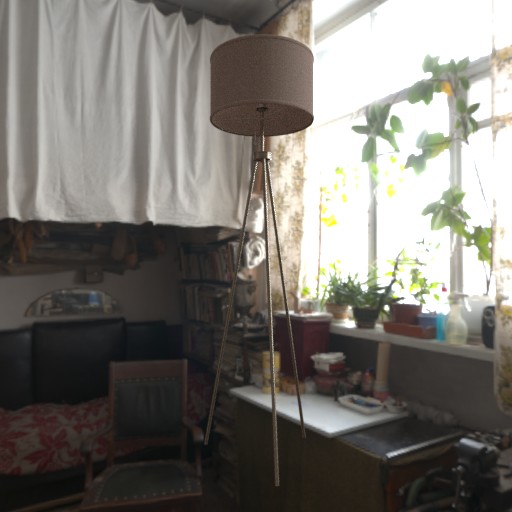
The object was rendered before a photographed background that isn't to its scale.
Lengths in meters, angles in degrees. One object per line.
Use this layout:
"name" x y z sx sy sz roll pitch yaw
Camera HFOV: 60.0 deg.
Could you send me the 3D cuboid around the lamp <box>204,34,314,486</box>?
"lamp" 0.000 0.000 1.748 0.460 1.545 0.449 0 -1 18
